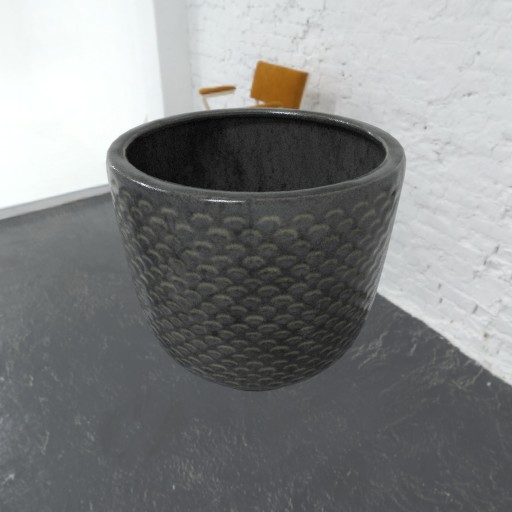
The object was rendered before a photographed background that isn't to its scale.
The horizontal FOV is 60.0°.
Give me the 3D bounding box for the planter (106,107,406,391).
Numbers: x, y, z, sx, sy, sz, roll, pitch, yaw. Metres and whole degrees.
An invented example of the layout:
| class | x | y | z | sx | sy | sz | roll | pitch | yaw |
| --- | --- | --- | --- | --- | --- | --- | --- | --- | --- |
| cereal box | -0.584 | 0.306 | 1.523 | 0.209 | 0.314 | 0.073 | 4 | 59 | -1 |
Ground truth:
| class | x | y | z | sx | sy | sz | roll | pitch | yaw |
| --- | --- | --- | --- | --- | --- | --- | --- | --- | --- |
| planter | 0.000 | 0.000 | 0.245 | 0.140 | 0.129 | 0.140 | 0 | 31 | 0 |
